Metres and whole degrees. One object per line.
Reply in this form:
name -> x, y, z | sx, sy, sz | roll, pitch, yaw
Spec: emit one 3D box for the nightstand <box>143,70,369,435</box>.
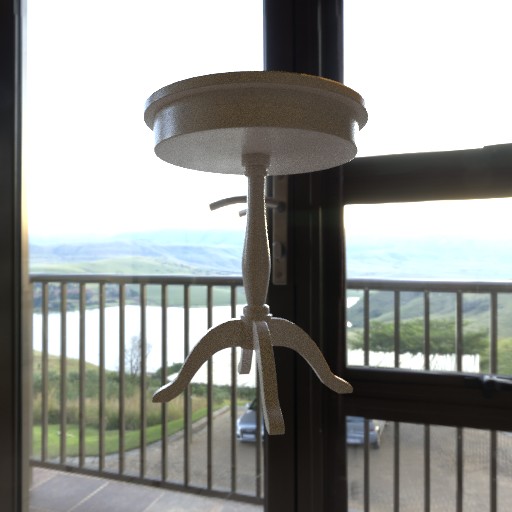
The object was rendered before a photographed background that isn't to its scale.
nightstand -> 0.000, 0.000, 1.036 | 0.513, 0.653, 0.513 | 0, -1, 0
